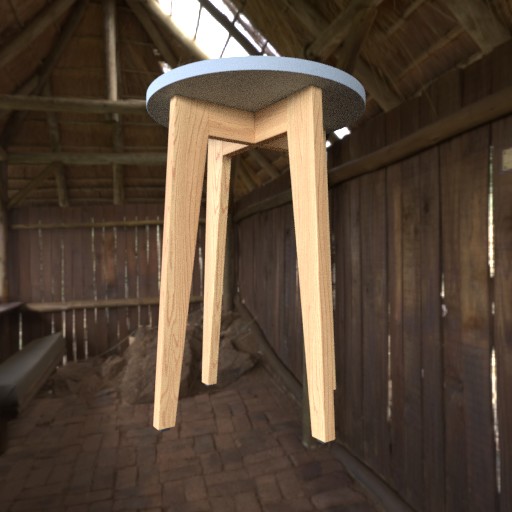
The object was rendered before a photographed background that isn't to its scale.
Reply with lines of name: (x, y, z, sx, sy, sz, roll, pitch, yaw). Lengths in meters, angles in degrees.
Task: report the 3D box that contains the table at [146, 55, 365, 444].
table: (0.000, 0.000, 0.728, 0.350, 0.500, 0.350, 0, 0, 0)
